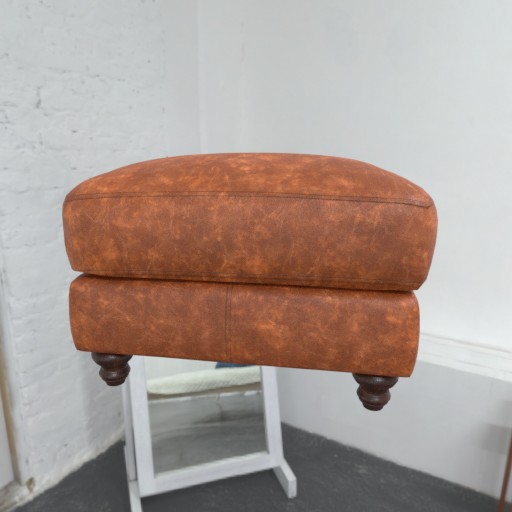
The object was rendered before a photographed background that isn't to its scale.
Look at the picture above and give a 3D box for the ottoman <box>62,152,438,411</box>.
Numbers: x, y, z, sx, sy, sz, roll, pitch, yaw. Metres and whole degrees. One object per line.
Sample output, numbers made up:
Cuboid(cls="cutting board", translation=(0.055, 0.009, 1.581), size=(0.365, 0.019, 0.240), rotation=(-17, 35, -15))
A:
Cuboid(cls="ottoman", translation=(0.000, 0.000, 1.237), size=(0.832, 0.562, 0.657), rotation=(2, 14, 9))
